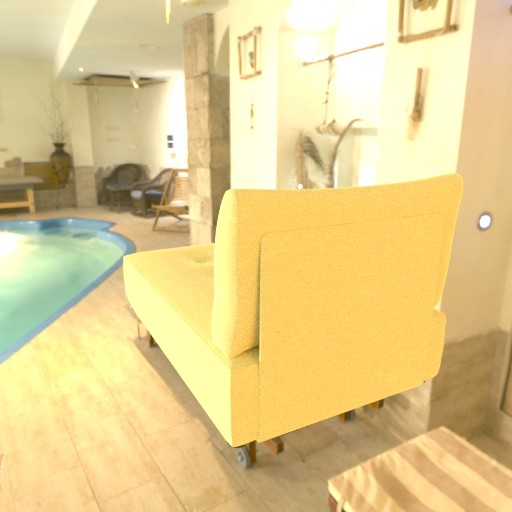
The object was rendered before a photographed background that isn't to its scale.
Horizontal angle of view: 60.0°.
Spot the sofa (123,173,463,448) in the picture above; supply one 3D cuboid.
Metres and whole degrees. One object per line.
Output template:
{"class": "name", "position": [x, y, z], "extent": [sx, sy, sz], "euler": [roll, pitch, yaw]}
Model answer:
{"class": "sofa", "position": [0.000, 0.000, 2.054], "extent": [0.930, 0.820, 1.450], "euler": [-8, 17, -27]}
